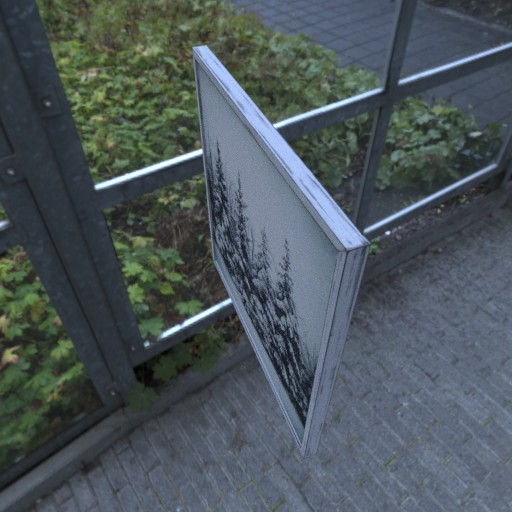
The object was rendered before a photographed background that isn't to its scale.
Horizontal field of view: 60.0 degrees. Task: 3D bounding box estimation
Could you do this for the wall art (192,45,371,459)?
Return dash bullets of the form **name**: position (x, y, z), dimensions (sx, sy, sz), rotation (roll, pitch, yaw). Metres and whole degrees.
- **wall art**: position (0.000, 0.000, 1.121), dimensions (0.037, 0.761, 0.761), rotation (-16, 48, -15)
